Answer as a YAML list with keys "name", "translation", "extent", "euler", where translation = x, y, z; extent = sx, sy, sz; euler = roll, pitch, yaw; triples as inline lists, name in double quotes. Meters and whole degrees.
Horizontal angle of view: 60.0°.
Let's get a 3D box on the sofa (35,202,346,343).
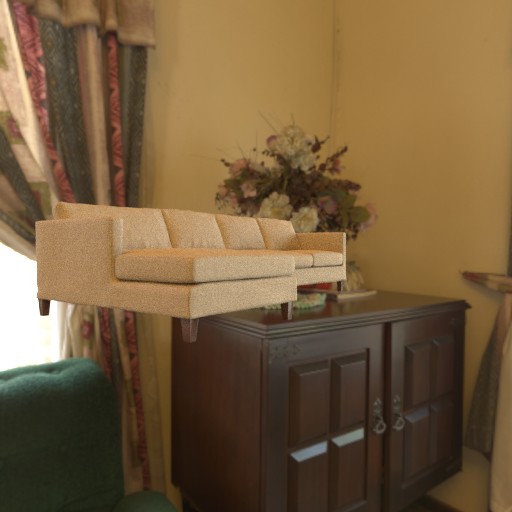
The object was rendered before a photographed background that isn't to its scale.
- name: "sofa"
  translation: [0.000, 0.000, 3.979]
  extent: [1.625, 0.846, 3.186]
  euler: [1, 1, 37]
